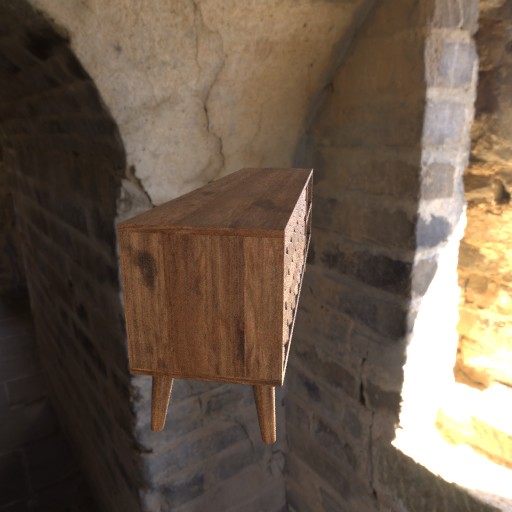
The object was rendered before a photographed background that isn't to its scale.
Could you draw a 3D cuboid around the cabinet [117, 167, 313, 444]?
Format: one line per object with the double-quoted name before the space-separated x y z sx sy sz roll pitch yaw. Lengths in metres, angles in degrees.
"cabinet" 0.000 0.000 1.650 0.349 0.528 1.448 3 16 9
